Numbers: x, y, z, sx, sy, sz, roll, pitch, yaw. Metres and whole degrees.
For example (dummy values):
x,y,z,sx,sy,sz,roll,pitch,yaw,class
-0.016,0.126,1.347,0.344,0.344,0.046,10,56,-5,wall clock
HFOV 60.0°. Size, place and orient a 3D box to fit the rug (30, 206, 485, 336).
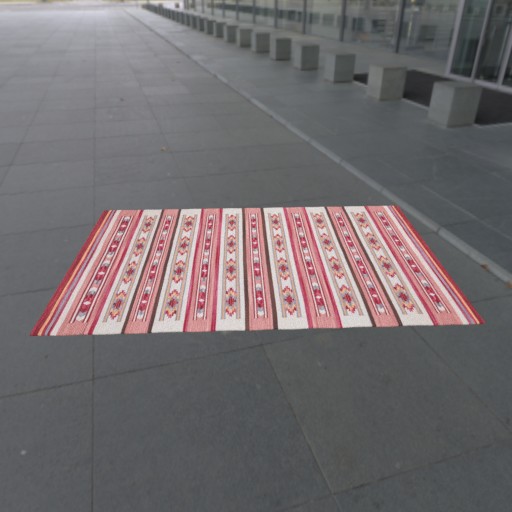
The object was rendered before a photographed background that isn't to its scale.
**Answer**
x,y,z,sx,sy,sz,roll,pitch,yaw,class
0.000,0.000,3.013,2.431,0.010,1.535,-1,31,-2,rug
